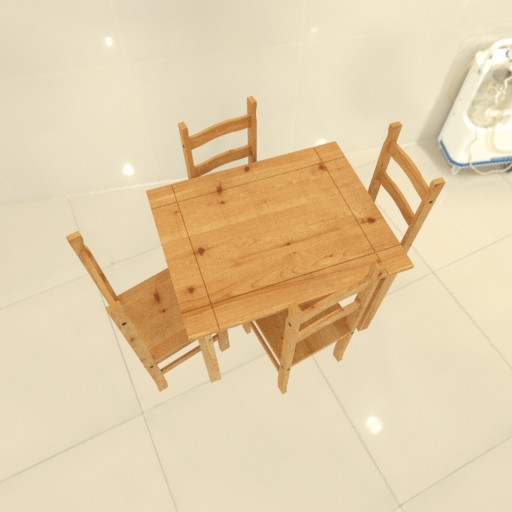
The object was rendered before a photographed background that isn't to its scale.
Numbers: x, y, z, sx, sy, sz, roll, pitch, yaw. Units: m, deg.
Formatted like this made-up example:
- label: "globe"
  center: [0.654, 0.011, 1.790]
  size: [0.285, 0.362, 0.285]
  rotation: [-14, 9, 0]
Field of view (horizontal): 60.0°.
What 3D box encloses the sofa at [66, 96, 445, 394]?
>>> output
- label: "sofa"
  center: [0.000, 0.000, 2.227]
  size: [1.529, 1.000, 1.144]
  rotation: [-17, 60, -10]
